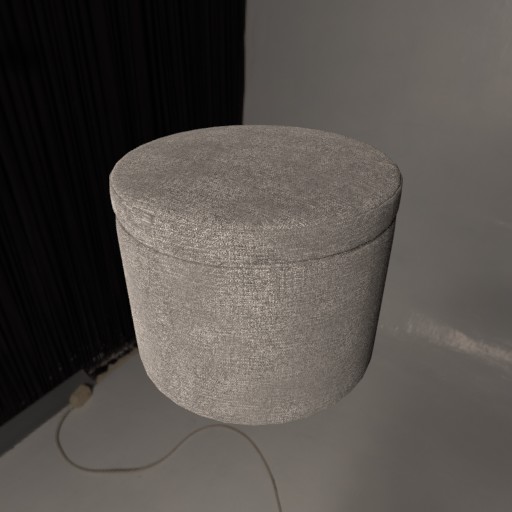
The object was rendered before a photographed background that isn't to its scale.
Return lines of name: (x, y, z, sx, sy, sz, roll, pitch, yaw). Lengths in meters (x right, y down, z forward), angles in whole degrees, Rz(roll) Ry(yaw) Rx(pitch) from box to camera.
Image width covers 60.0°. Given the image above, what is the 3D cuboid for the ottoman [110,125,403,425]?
ottoman: (0.000, 0.000, 0.874, 0.500, 0.419, 0.500, 0, 31, 0)
